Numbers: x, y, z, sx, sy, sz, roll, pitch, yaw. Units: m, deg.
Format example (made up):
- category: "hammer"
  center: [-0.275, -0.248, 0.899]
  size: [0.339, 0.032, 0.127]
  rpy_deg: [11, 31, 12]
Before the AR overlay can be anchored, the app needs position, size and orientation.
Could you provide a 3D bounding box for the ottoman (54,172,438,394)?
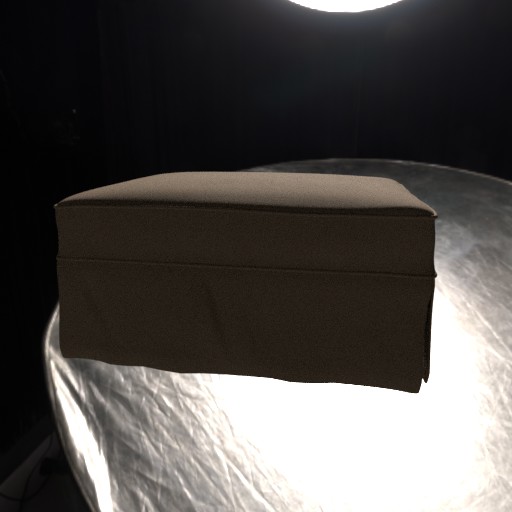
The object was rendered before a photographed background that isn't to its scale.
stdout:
- category: "ottoman"
  center: [0.000, 0.000, 1.340]
  size: [0.959, 0.482, 0.721]
  rpy_deg: [3, 16, 10]
